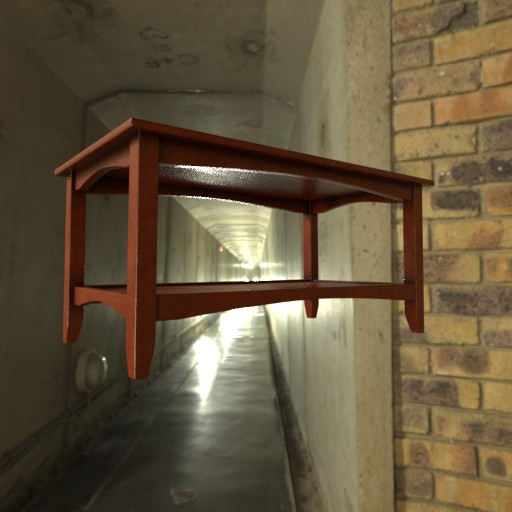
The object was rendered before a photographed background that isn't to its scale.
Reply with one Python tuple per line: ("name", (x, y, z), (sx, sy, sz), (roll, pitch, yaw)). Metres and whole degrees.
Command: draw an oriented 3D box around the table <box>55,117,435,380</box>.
("table", (0.000, 0.000, 1.249), (0.943, 0.456, 0.533), (1, -1, -37))
